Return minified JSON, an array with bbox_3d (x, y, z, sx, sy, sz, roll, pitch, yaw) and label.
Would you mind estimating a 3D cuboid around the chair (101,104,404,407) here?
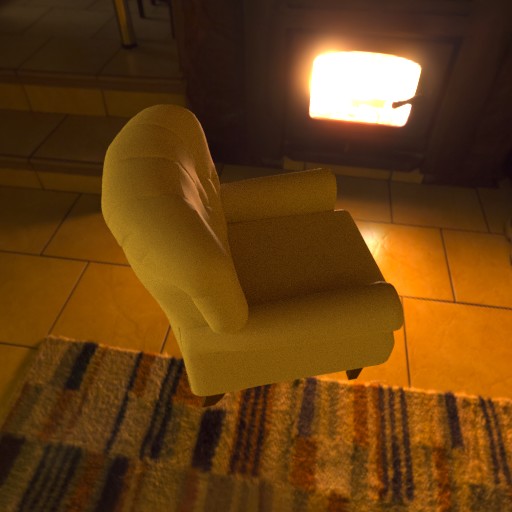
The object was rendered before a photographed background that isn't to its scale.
[{"bbox_3d":[0.000,0.000,2.020,1.132,1.169,1.035,-8,47,-8],"label":"chair"}]
